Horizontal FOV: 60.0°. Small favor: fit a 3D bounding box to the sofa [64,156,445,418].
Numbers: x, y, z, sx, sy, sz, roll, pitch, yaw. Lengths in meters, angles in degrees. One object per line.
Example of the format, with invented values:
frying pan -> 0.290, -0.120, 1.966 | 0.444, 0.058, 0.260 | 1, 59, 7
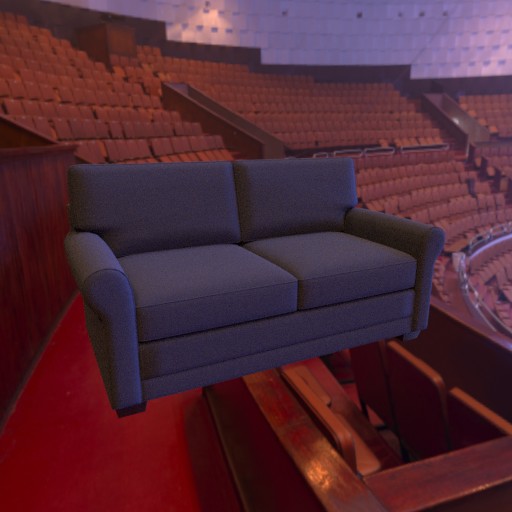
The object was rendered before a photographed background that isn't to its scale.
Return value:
sofa -> 0.000, 0.000, 2.480 | 1.930, 1.020, 0.940 | -8, 17, -26
